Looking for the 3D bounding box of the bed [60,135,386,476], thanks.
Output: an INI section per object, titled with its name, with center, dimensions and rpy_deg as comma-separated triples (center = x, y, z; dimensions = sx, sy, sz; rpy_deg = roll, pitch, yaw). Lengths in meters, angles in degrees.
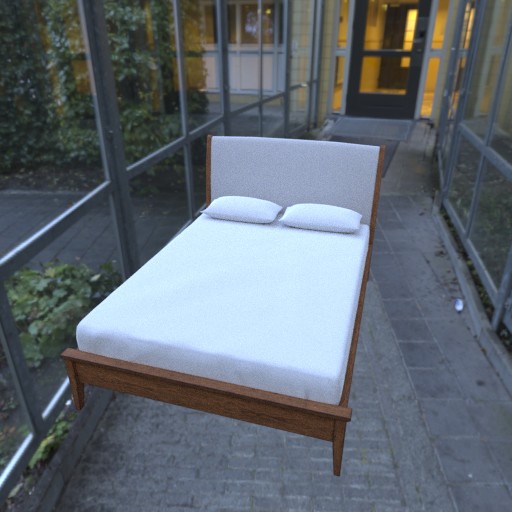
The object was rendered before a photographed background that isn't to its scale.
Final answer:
[bed]
center = 0.000, 0.000, 2.942
dimensions = 1.502, 1.135, 2.108
rpy_deg = 8, 27, 15
